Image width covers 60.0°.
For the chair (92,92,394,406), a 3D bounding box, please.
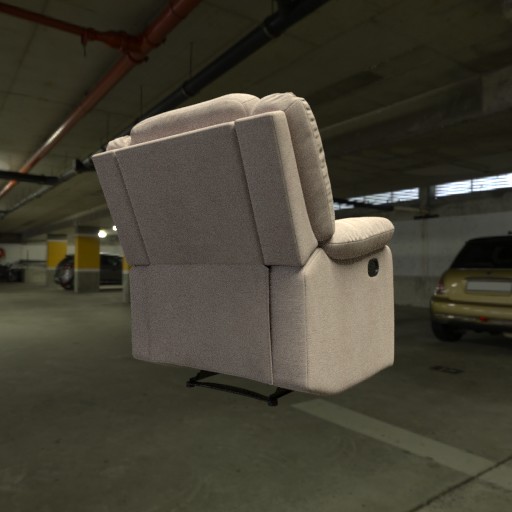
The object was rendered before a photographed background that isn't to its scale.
[{"bbox_3d":[0.000,0.000,1.741,0.899,1.008,0.944,-1,-1,36],"label":"chair"}]
